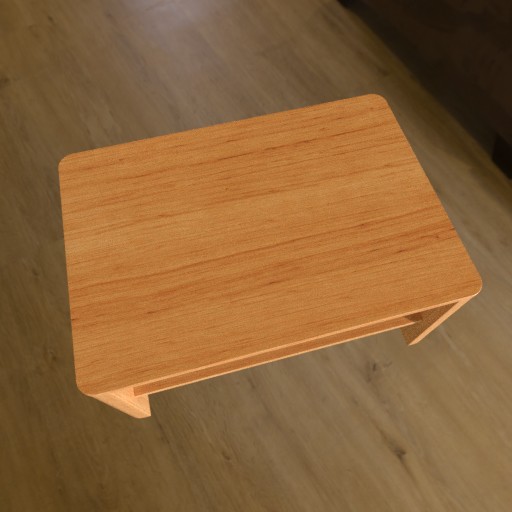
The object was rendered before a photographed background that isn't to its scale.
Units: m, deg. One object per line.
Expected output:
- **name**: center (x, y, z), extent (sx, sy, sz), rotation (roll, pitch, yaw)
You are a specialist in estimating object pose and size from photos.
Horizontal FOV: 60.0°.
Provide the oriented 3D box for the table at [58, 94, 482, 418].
- **table**: center (0.000, 0.000, 1.379), extent (0.997, 0.445, 0.696), rotation (-13, 64, -7)
